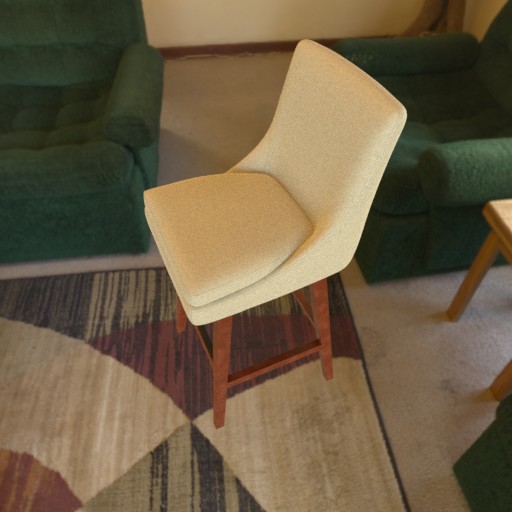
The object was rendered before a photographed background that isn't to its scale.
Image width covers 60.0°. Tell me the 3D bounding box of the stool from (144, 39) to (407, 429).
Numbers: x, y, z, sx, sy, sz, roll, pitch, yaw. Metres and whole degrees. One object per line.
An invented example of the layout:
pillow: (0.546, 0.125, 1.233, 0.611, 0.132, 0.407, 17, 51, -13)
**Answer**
stool: (0.000, 0.000, 1.382, 0.559, 1.092, 0.470, -18, 49, -17)
